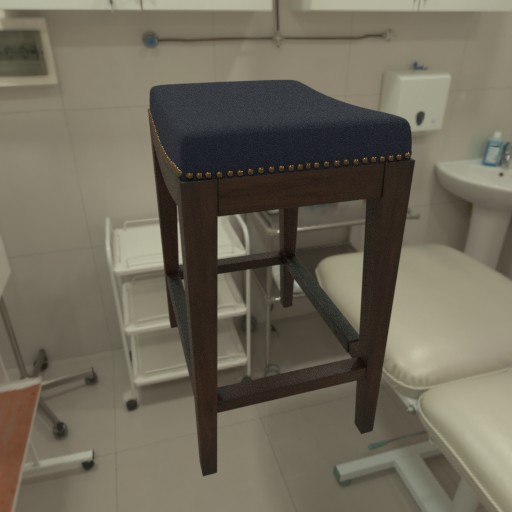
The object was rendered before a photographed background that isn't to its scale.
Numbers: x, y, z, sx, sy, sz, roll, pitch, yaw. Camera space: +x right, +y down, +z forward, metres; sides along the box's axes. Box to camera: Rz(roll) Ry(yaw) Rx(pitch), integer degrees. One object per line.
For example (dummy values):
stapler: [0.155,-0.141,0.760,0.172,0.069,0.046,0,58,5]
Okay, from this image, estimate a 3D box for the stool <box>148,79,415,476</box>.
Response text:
stool: [0.000,0.000,0.939,0.361,0.642,0.500,-8,30,-15]
